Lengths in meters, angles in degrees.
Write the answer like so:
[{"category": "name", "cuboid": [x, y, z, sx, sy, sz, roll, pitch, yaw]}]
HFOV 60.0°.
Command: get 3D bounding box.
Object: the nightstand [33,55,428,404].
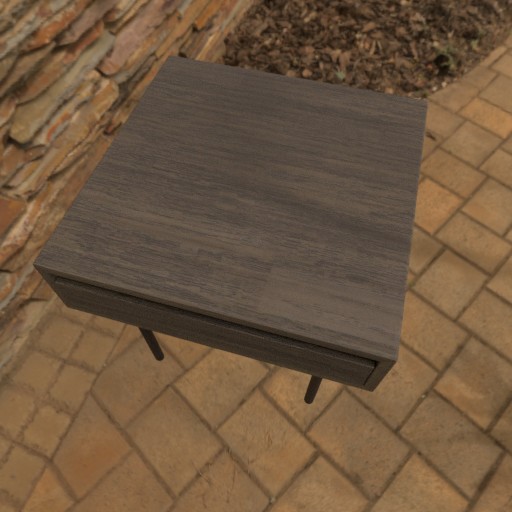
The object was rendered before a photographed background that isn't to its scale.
[{"category": "nightstand", "cuboid": [0.000, 0.000, 0.912, 0.502, 0.497, 0.503, 14, 58, 9]}]
